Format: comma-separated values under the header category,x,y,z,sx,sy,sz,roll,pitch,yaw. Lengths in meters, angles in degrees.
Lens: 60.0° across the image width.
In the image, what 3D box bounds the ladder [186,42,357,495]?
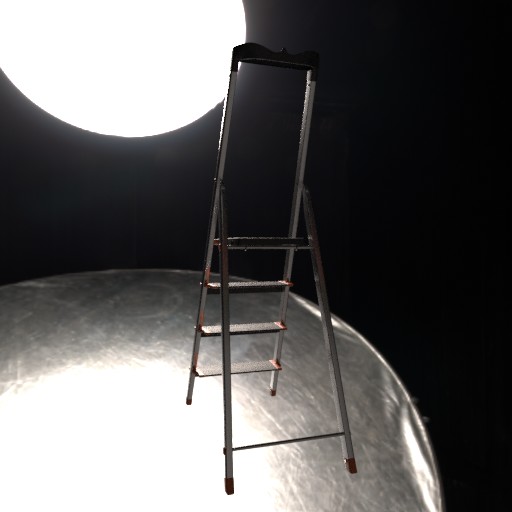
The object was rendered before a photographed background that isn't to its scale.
category,x,y,z,sx,sy,sz,roll,pitch,yaw
ladder,0.000,0.000,1.787,0.452,1.429,0.834,0,1,-18
